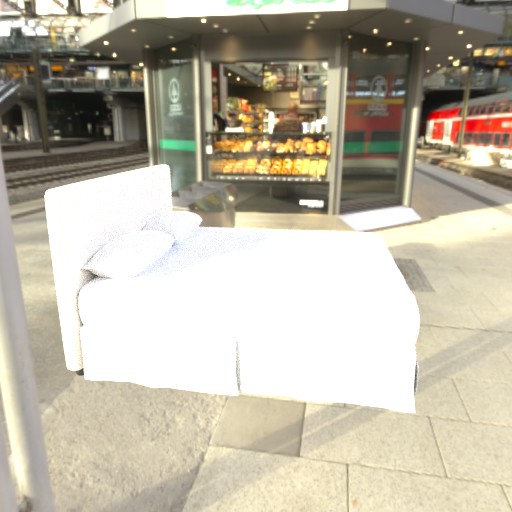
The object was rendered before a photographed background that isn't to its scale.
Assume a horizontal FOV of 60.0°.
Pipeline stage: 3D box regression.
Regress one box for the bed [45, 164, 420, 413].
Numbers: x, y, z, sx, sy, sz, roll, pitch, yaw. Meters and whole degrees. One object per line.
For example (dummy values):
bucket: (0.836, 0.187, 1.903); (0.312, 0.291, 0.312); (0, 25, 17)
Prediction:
bed: (0.000, 0.000, 3.638); (2.341, 1.317, 2.119); (2, 16, 8)
